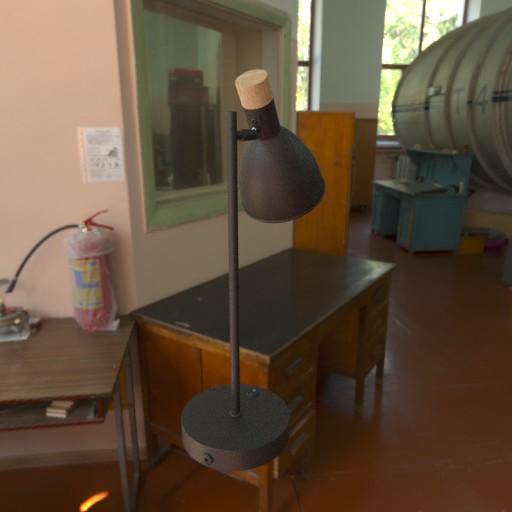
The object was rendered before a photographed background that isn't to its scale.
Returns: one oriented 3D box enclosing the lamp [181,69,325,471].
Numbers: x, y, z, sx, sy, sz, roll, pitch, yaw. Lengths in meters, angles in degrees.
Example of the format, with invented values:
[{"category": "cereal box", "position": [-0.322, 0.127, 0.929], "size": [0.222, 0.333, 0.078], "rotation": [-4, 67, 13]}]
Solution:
[{"category": "lamp", "position": [0.000, 0.000, 0.617], "size": [0.152, 0.483, 0.287], "rotation": [8, 18, 25]}]
